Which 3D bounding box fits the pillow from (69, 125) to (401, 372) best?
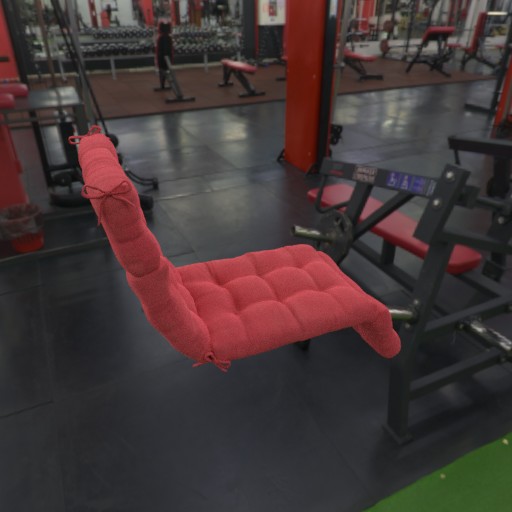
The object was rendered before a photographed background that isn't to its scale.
[{"bbox_3d":[0.000,0.000,1.507,1.016,0.863,0.526,-12,32,-20],"label":"pillow"}]
